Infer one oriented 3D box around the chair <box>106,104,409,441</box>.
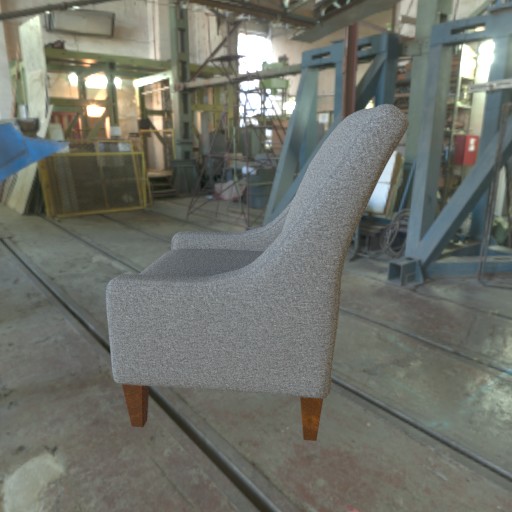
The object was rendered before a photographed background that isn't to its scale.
[{"bbox_3d":[0.000,0.000,1.638,0.870,1.016,0.774,2,15,7],"label":"chair"}]
